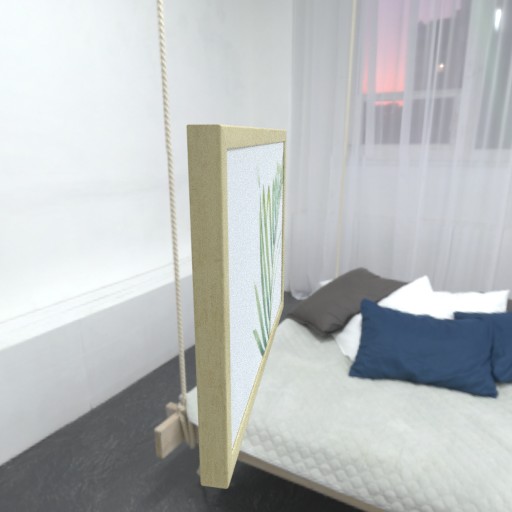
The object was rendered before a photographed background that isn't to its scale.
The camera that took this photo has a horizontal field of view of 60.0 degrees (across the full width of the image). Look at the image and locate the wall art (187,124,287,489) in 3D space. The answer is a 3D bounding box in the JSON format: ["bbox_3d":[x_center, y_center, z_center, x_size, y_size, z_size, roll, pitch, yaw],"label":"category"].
[{"bbox_3d":[0.000,0.000,0.688,0.032,0.381,0.533,3,16,10],"label":"wall art"}]
